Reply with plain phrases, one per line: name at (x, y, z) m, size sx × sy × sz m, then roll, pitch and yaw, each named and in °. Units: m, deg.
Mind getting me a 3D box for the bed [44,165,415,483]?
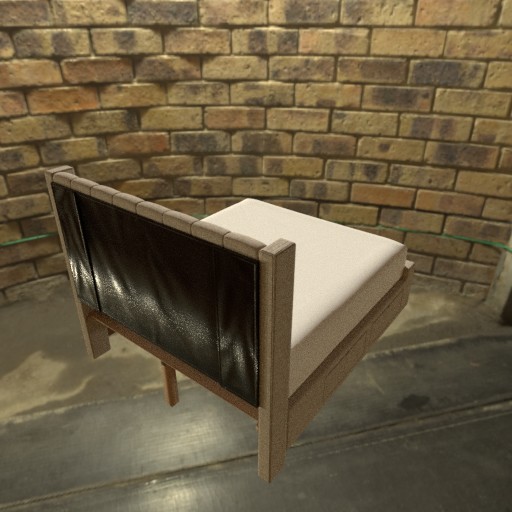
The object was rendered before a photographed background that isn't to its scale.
bed at (0.000, 0.000, 3.855) m, size 2.044 × 1.748 × 2.372 m, roll 21°, pitch 35°, yaw 32°
